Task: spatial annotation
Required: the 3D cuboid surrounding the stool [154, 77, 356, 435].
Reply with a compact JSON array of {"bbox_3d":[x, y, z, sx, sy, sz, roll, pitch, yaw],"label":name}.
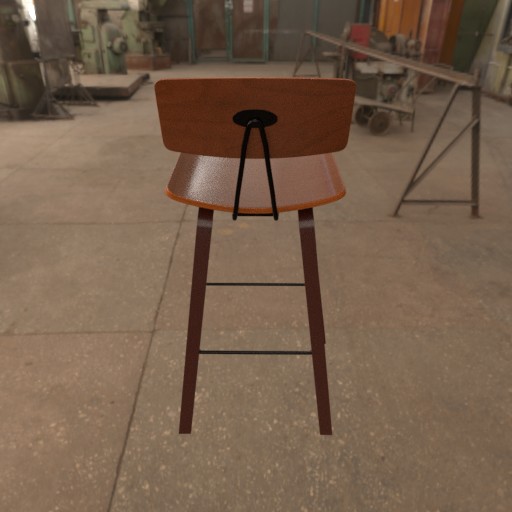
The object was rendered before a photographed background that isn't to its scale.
[{"bbox_3d":[0.000,0.000,1.211,0.509,0.969,0.440,0,29,0],"label":"stool"}]
